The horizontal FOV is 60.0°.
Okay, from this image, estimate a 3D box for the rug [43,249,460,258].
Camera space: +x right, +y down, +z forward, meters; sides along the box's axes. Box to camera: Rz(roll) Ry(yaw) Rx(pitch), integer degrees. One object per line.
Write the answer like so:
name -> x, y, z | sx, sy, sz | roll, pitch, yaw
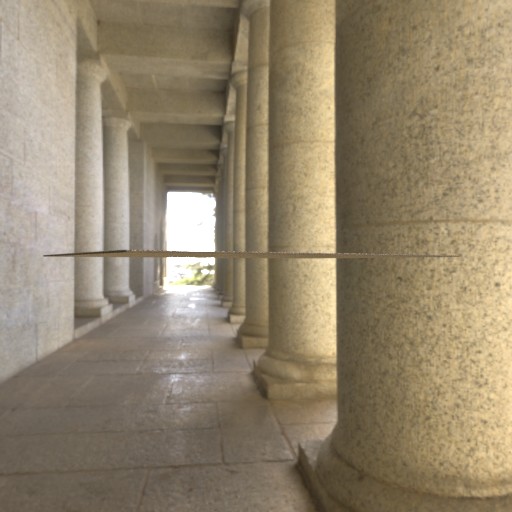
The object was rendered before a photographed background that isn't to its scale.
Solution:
rug -> 0.000, 0.000, 2.268 | 1.783, 0.008, 1.175 | 1, -1, -36
